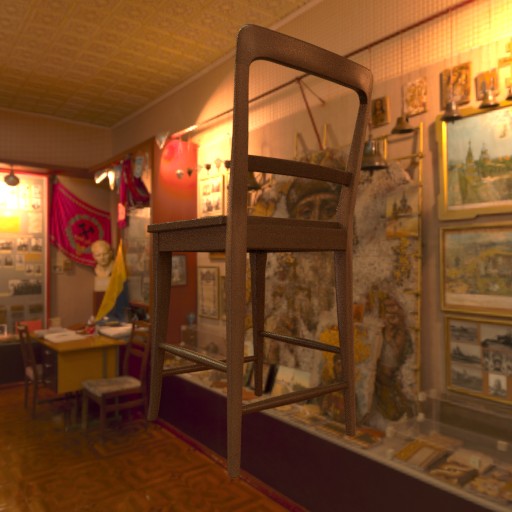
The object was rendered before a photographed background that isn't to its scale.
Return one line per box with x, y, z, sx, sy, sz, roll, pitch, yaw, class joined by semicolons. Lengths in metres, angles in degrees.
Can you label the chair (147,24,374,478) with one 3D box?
0.000;0.000;1.257;0.450;0.991;0.546;0;-1;-37;chair
